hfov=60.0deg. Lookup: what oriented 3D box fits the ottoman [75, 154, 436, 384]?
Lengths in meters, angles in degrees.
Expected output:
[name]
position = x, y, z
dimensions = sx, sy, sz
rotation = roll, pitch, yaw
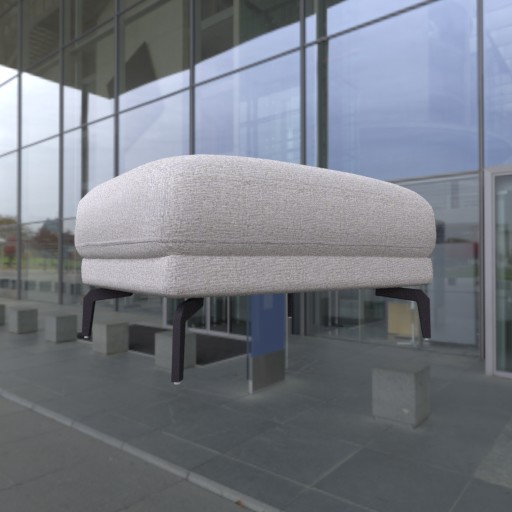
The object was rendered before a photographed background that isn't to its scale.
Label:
[ottoman]
position = 0.000, 0.000, 1.118
dimensions = 0.772, 0.420, 0.568
rotation = 0, -1, -36
